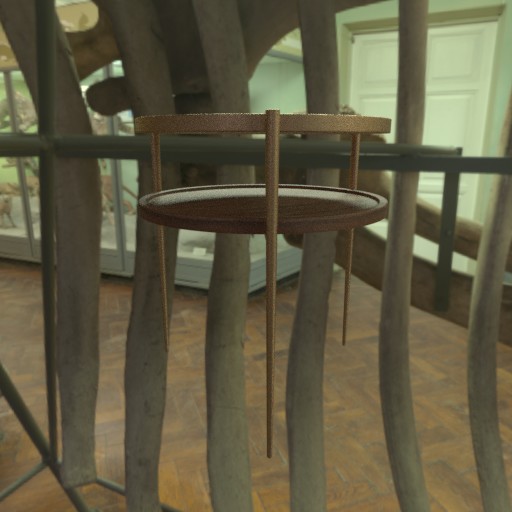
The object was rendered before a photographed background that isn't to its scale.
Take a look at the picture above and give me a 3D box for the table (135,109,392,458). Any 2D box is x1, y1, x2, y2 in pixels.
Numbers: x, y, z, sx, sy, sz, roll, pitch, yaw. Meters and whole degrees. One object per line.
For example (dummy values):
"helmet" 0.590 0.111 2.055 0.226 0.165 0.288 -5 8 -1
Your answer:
"table" 0.000 0.000 0.825 0.456 0.493 0.430 7 17 25
